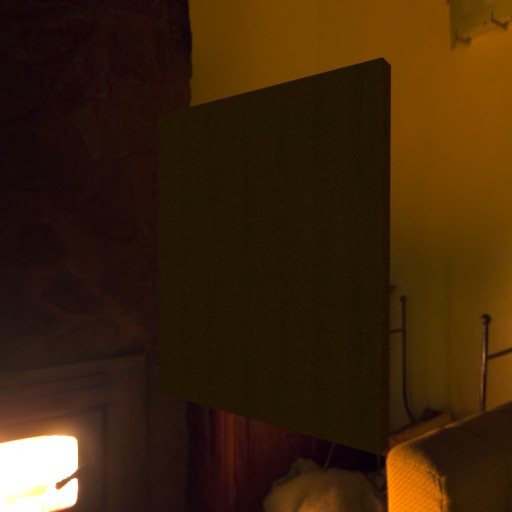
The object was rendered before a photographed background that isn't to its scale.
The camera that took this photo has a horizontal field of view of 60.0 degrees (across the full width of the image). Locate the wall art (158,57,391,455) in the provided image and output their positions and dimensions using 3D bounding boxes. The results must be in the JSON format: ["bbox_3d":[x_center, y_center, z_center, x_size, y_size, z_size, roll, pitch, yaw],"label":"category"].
[{"bbox_3d":[0.000,0.000,0.762,0.455,0.552,0.034,1,1,36],"label":"wall art"}]
